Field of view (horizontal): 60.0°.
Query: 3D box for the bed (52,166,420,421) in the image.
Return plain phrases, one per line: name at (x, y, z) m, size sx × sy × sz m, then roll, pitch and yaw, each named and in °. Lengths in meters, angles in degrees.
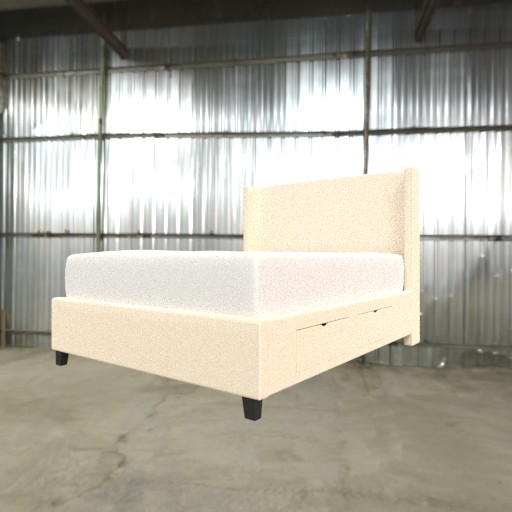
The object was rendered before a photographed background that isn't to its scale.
bed at (0.000, 0.000, 3.376) m, size 1.765 × 1.471 × 2.280 m, roll 0°, pitch 0°, yaw 37°
